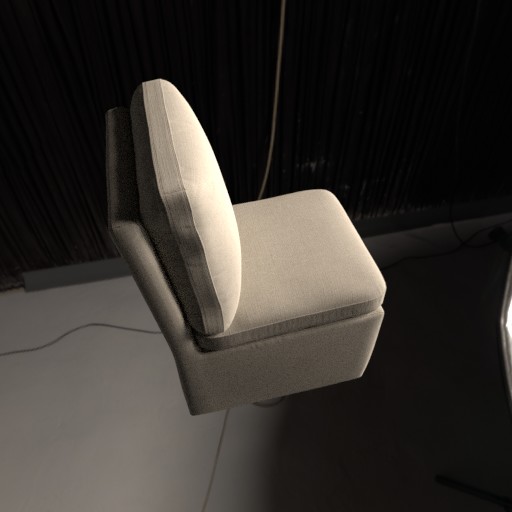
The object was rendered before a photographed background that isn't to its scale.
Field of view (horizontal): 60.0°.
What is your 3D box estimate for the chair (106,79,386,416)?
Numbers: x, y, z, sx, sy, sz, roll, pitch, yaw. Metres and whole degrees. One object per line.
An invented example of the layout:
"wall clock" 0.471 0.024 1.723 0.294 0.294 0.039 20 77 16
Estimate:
"chair" 0.000 0.000 1.329 0.698 0.927 0.503 -10 47 -10
